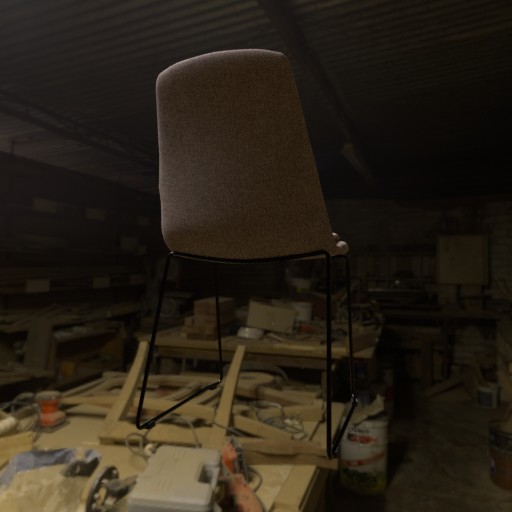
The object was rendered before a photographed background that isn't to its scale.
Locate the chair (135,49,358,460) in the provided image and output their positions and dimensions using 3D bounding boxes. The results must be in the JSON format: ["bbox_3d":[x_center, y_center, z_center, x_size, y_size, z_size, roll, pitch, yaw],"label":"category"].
[{"bbox_3d":[0.000,0.000,1.167,0.479,0.858,0.518,0,-1,20],"label":"chair"}]
